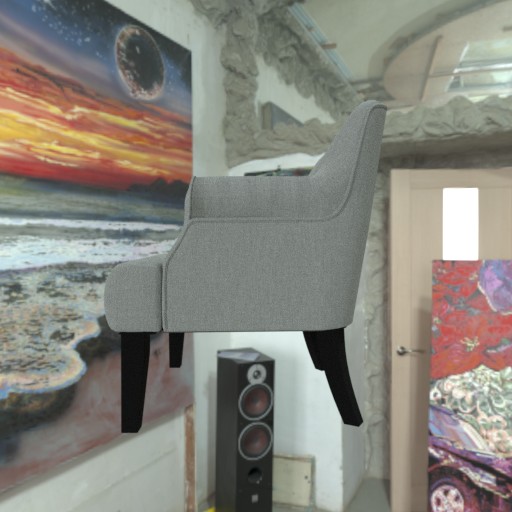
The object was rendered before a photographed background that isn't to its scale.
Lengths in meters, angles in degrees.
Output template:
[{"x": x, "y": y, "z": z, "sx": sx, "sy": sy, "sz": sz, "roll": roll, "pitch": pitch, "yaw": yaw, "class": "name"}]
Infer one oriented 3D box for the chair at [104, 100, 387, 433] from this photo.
[{"x": 0.000, "y": 0.000, "z": 1.438, "sx": 0.755, "sy": 0.880, "sz": 0.772, "roll": 0, "pitch": 0, "yaw": 0, "class": "chair"}]
